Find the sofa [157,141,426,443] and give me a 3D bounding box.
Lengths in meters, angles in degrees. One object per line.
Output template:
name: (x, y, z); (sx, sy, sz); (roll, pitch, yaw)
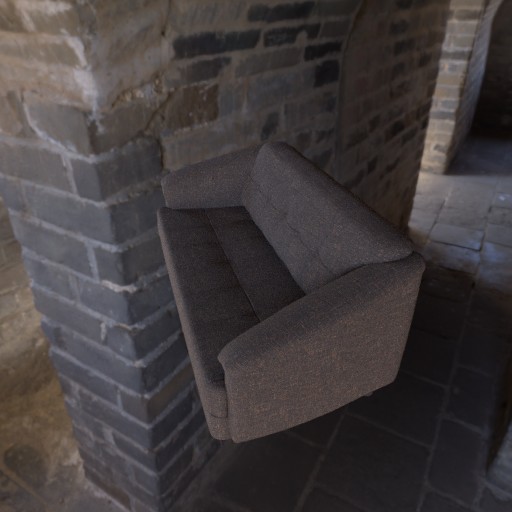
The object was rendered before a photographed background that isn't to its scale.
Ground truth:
sofa: (0.000, 0.000, 2.320); (0.887, 0.790, 1.849); (-9, 31, -15)
